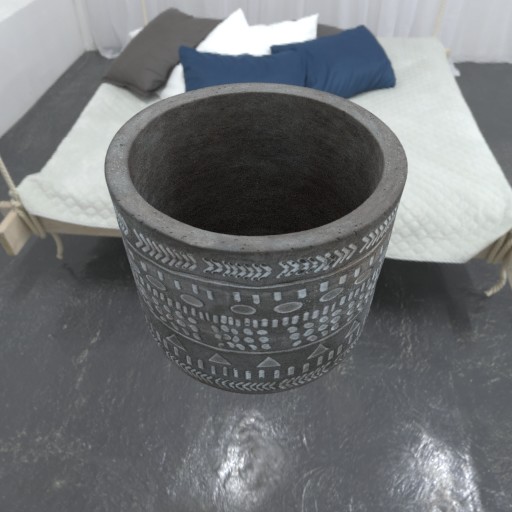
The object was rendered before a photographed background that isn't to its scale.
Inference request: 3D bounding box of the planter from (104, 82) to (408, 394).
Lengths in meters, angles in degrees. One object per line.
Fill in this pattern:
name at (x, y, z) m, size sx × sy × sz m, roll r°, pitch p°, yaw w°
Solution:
planter at (0.000, 0.000, 0.264) m, size 0.142 × 0.149 × 0.142 m, roll 0°, pitch 46°, yaw 0°
